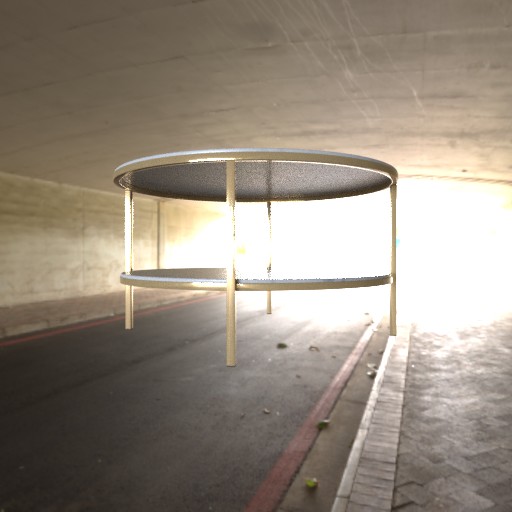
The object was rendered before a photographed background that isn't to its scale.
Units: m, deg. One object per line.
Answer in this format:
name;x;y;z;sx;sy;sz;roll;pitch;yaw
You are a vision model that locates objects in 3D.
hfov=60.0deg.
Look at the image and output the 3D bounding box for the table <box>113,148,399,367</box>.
table;0.000;0.000;1.306;0.800;0.450;0.800;0;0;0
